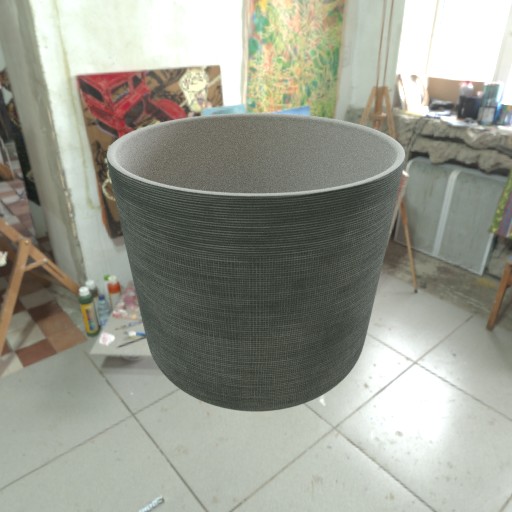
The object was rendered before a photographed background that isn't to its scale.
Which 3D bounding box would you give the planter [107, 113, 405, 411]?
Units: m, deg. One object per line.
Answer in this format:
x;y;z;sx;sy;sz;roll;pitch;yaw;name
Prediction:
0.000;0.000;0.776;0.440;0.398;0.440;0;29;0;planter
